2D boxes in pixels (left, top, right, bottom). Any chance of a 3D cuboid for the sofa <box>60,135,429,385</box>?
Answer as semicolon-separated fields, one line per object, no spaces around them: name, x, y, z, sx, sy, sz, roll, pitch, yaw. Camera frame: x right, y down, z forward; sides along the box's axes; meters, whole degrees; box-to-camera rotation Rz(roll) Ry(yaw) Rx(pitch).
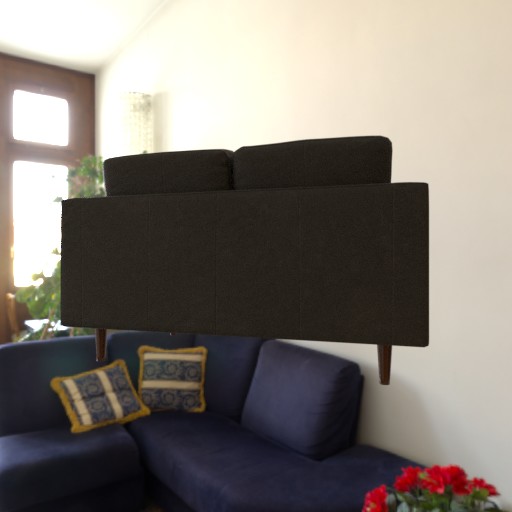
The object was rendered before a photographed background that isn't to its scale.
sofa;0.000;0.000;2.042;1.430;0.899;0.879;0;0;17
